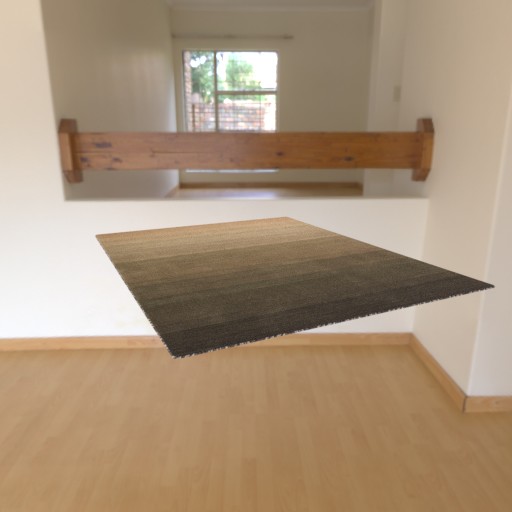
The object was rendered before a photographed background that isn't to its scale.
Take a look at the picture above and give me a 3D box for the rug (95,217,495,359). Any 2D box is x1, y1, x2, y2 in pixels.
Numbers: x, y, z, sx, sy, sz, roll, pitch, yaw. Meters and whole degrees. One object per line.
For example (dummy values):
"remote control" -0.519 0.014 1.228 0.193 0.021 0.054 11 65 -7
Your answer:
"rug" 0.000 0.000 3.841 2.306 0.017 2.902 -8 17 -25
